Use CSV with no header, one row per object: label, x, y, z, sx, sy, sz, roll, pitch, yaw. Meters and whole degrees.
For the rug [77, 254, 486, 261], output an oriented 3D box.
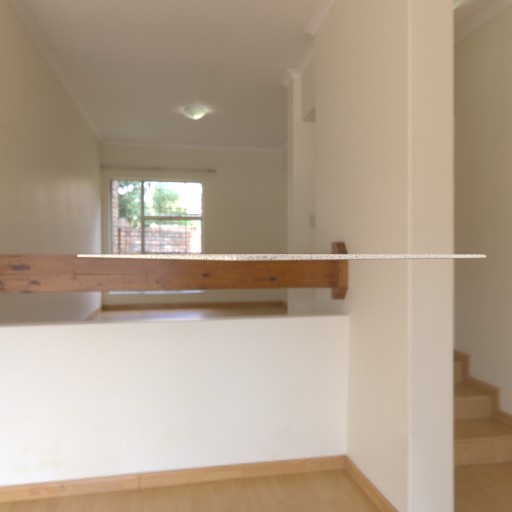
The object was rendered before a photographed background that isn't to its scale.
rug,0.000,0.000,4.114,2.438,0.029,3.047,0,0,-36
